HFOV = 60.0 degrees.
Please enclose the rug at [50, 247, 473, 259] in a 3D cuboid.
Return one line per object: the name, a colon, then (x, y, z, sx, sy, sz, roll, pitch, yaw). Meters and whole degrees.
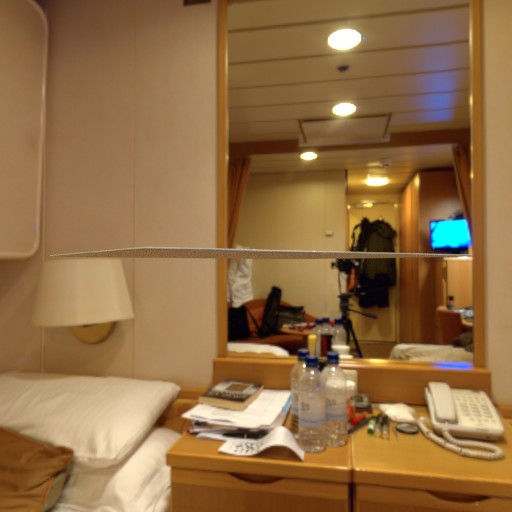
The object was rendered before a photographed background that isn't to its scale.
rug: (0.000, 0.000, 3.857, 2.895, 0.018, 2.288, 1, -1, -35)
